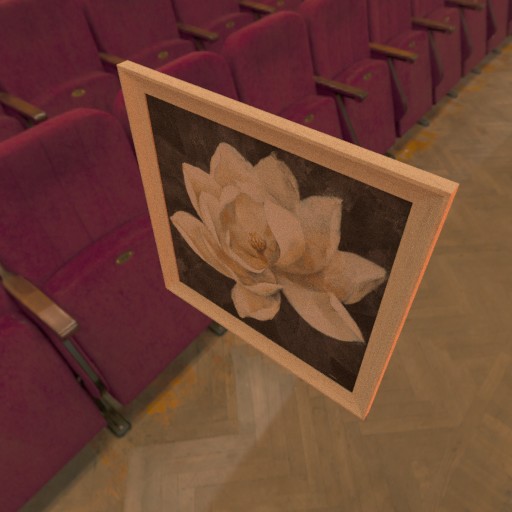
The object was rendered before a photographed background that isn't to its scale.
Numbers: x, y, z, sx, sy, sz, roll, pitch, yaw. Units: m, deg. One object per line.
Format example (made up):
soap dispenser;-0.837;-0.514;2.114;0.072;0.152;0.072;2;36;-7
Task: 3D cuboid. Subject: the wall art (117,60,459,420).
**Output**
wall art;0.000;0.000;1.468;1.016;1.016;0.045;29;52;26
